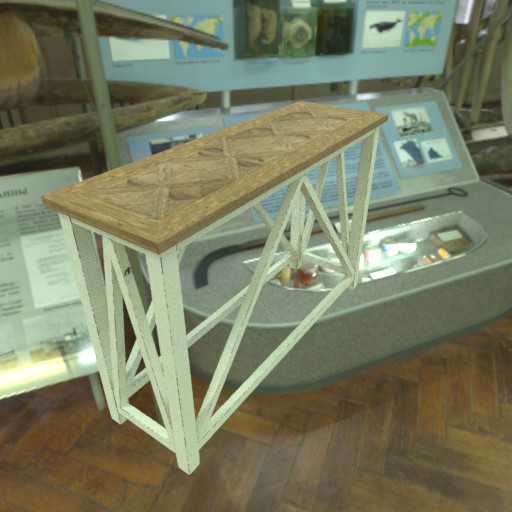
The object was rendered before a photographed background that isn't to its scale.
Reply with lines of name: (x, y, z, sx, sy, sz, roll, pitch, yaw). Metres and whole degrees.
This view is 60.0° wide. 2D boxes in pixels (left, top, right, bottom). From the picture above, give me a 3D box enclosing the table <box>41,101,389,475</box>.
table: (0.000, 0.000, 1.829, 0.450, 0.930, 1.400, 20, 37, 29)
